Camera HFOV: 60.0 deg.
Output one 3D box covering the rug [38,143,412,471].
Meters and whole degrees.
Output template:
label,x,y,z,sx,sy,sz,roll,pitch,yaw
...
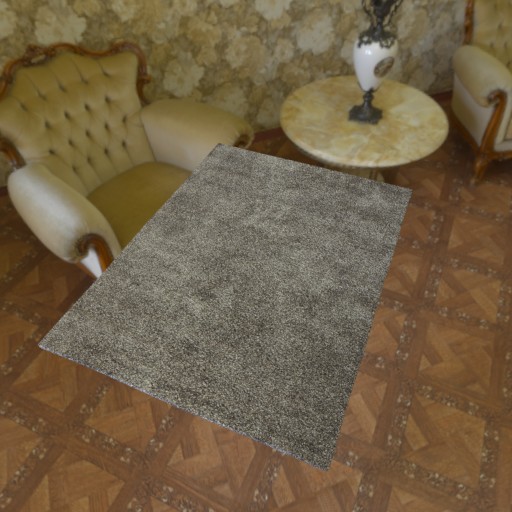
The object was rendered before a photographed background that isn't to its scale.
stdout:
label,x,y,z,sx,sy,sz,roll,pitch,yaw
rug,0.000,0.000,2.109,1.198,0.025,1.601,17,49,16
